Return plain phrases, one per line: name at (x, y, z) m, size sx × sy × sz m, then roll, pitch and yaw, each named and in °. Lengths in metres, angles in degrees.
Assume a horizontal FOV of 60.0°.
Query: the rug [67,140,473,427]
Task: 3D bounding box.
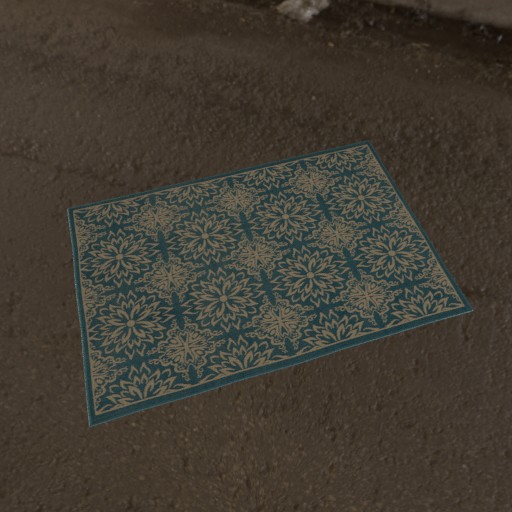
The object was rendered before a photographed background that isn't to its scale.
rug at (0.000, 0.000, 2.309) m, size 1.833 × 0.012 × 1.211 m, roll -15°, pitch 59°, yaw -9°
